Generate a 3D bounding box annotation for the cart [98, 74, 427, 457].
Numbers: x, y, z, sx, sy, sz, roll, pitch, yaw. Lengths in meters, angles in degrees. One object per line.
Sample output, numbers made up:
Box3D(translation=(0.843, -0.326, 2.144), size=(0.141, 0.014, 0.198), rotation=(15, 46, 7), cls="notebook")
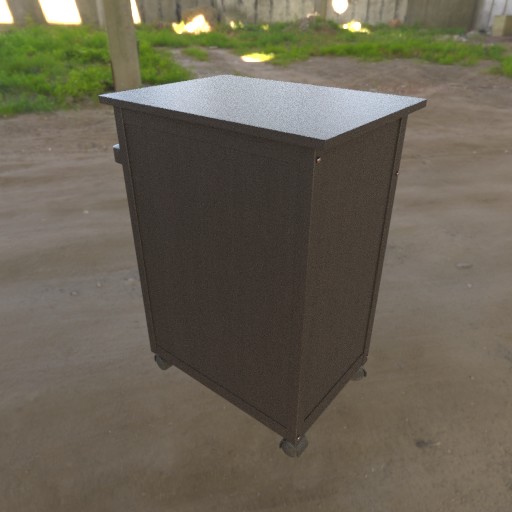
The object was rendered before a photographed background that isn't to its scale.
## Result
Box3D(translation=(0.000, 0.000, 1.278), size=(0.660, 0.879, 0.456), rotation=(22, 36, 33), cls="cart")
